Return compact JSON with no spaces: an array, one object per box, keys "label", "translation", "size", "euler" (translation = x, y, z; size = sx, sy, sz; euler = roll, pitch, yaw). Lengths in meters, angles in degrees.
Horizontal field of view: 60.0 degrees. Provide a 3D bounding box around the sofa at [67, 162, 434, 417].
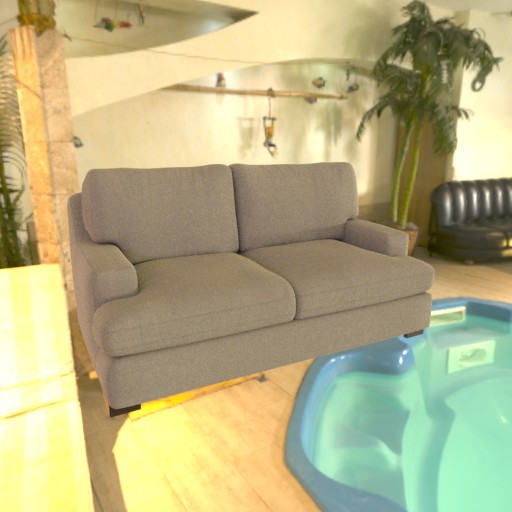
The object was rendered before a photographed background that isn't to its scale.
[{"label":"sofa","translation":[0.000,0.000,2.466],"size":[1.855,0.980,0.962],"euler":[-7,16,-26]}]
